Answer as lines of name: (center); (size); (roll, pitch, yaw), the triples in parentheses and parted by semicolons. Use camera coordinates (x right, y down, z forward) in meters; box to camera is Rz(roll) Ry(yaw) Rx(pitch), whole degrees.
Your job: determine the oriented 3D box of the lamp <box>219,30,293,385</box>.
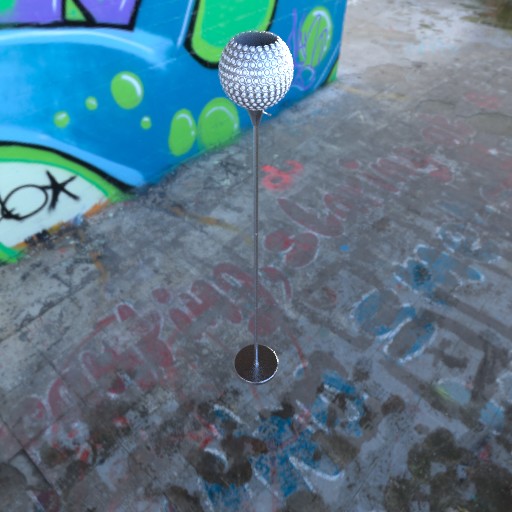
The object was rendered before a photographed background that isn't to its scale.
lamp: (0.000, 0.000, 1.932); (0.254, 1.805, 0.254); (0, 45, 0)
